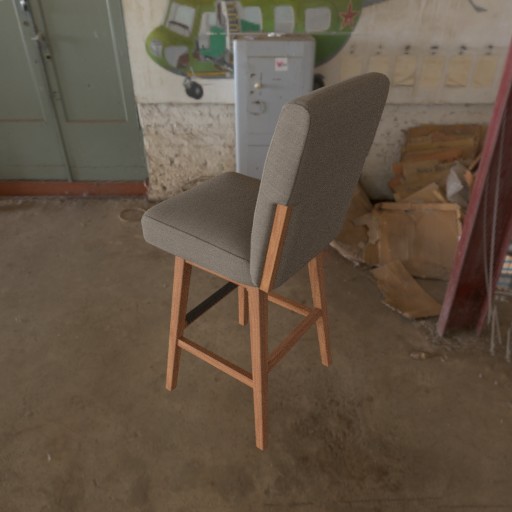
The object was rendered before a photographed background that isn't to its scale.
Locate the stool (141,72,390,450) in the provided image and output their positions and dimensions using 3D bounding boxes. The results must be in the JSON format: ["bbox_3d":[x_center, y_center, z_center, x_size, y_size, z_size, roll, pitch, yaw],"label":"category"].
[{"bbox_3d":[0.000,0.000,1.416,0.570,1.112,0.483,21,38,30],"label":"stool"}]
